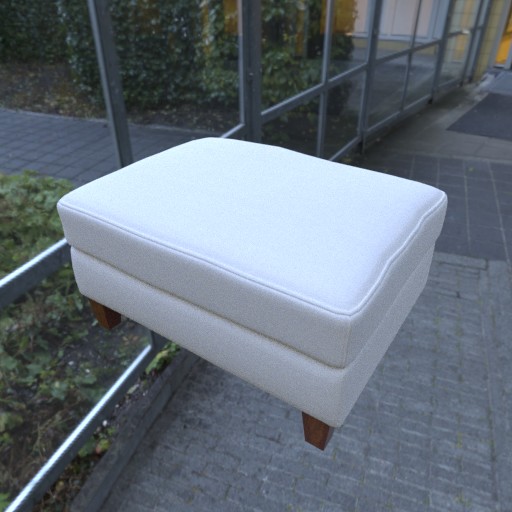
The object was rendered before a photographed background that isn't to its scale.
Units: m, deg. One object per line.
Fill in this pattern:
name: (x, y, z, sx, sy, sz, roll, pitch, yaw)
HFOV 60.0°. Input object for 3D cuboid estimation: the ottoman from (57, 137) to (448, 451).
ottoman: (0.000, 0.000, 1.221, 0.818, 0.479, 0.634, 20, 37, 28)
